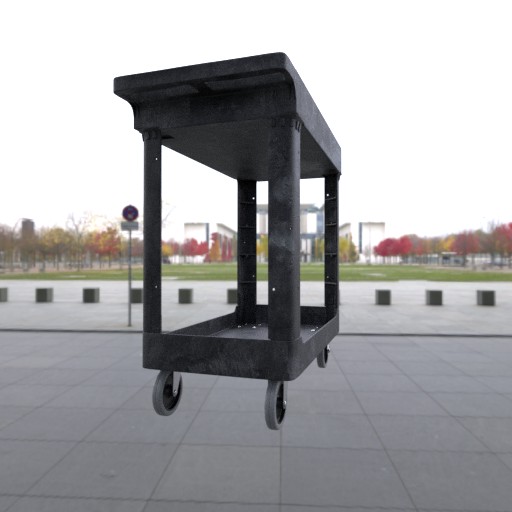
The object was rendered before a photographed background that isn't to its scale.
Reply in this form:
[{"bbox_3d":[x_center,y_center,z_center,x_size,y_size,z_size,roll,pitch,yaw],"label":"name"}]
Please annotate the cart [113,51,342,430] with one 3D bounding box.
[{"bbox_3d":[0.000,0.000,1.368,0.420,0.824,0.877,0,0,19],"label":"cart"}]
